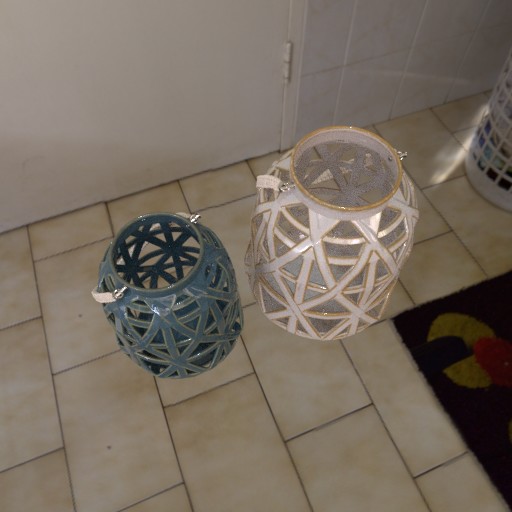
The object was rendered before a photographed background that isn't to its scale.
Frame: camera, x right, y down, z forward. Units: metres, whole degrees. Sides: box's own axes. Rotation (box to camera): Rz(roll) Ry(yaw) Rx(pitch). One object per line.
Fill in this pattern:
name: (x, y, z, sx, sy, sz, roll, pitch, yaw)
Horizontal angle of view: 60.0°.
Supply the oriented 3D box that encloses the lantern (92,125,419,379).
lantern: (0.000, 0.000, 0.613, 0.439, 0.307, 0.245, -17, 61, -10)
